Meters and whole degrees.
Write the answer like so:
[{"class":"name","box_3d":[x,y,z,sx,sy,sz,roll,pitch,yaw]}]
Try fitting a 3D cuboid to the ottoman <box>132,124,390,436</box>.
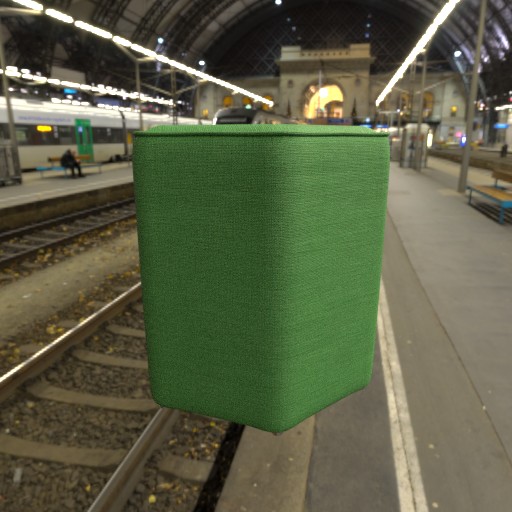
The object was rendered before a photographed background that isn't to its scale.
[{"class":"ottoman","box_3d":[0.000,0.000,0.906,0.444,0.507,0.499,-2,15,-9]}]
